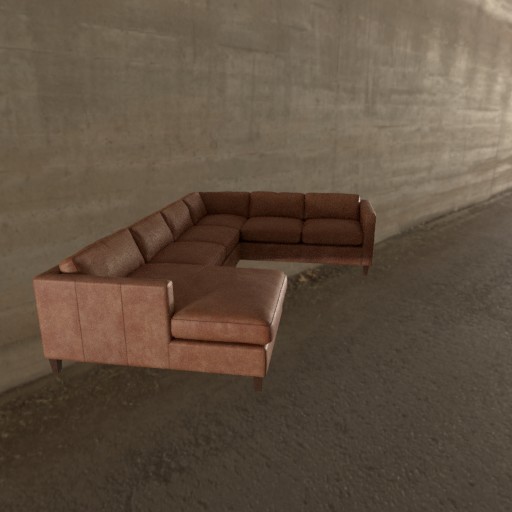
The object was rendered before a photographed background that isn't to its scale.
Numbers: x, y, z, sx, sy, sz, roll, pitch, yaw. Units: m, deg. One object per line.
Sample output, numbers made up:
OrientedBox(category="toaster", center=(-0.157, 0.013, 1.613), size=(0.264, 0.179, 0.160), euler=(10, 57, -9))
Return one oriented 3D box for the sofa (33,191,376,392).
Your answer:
OrientedBox(category="sofa", center=(0.000, 0.000, 4.386), size=(2.430, 0.832, 3.401), euler=(3, 17, 8))
